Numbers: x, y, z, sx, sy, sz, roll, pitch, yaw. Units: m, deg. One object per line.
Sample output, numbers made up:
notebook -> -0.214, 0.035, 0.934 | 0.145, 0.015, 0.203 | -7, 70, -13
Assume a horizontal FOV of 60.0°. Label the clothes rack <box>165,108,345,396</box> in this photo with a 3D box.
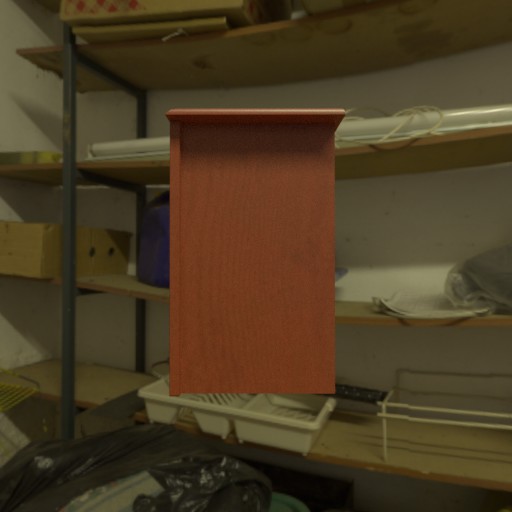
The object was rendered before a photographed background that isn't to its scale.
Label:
clothes rack -> 0.000, 0.000, 1.516 | 0.362, 0.594, 1.251 | 0, -1, 0
